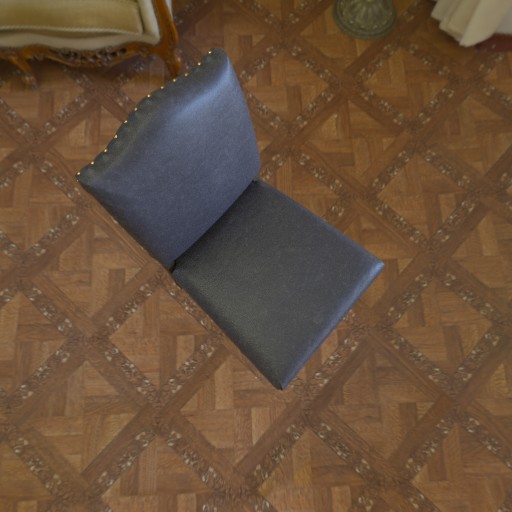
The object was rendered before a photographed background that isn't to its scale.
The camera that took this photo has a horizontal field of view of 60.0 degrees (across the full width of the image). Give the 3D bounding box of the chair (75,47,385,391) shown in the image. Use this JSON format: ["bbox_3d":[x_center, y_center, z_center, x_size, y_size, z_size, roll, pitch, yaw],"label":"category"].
[{"bbox_3d":[0.000,0.000,1.334,0.633,0.991,0.500,40,78,10],"label":"chair"}]
